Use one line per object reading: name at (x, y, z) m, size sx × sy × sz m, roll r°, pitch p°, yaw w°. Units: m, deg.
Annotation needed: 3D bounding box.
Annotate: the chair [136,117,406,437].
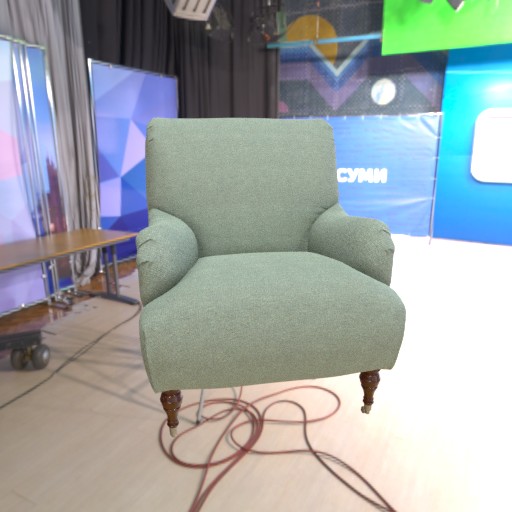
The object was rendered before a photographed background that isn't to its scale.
chair at (0.000, 0.000, 1.942) m, size 0.964 × 1.178 × 1.060 m, roll -3°, pitch 16°, yaw -10°
